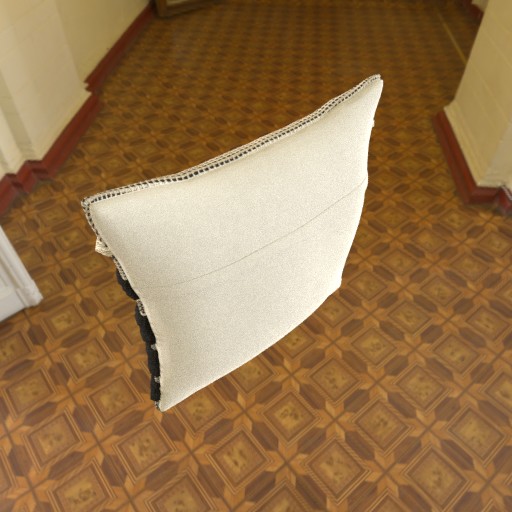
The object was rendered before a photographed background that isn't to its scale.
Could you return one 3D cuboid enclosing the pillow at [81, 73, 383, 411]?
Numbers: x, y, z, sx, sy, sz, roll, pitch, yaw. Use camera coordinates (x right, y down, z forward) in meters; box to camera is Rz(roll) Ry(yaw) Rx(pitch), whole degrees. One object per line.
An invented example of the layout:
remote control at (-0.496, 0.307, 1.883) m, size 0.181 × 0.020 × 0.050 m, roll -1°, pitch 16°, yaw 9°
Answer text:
pillow at (0.000, 0.000, 0.665) m, size 0.436 × 0.438 × 0.156 m, roll -31°, pitch 53°, yaw -26°
